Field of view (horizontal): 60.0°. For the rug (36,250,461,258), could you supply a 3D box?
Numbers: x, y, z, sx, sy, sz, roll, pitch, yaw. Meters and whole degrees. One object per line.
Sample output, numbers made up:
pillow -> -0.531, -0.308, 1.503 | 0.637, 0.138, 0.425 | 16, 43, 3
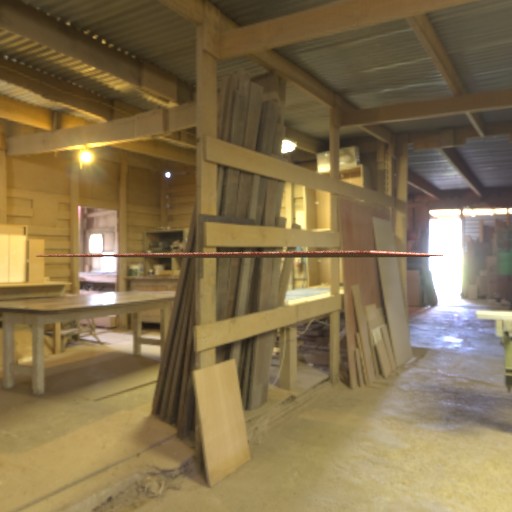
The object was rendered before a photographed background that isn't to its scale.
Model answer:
rug -> 0.000, 0.000, 4.056 | 3.050, 0.016, 2.441 | 0, -1, 34
